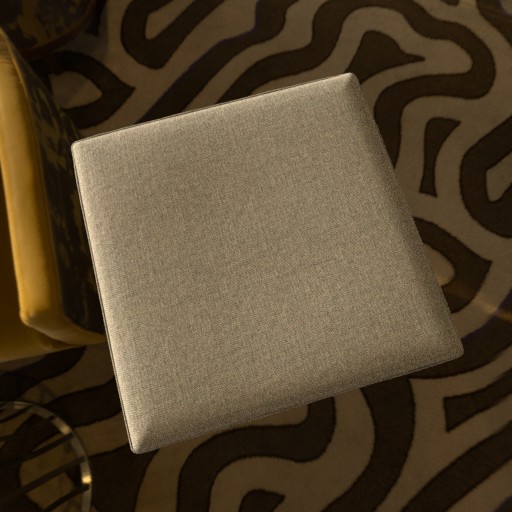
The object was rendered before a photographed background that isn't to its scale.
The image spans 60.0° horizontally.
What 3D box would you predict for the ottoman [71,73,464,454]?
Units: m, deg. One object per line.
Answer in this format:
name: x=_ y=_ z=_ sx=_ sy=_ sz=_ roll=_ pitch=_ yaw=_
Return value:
ottoman: x=0.000 y=0.000 z=1.544 sx=1.017 sy=0.423 sz=1.023 roll=-15 pitch=76 yaw=-4
